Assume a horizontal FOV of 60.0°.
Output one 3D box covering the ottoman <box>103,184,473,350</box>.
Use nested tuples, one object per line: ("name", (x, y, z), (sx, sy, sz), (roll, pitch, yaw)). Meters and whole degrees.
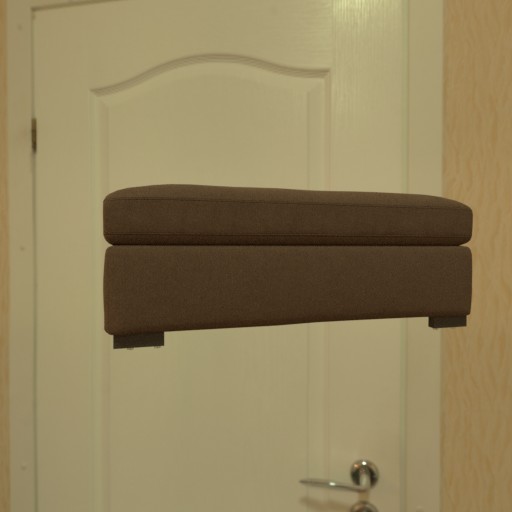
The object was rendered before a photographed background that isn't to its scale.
("ottoman", (0.000, 0.000, 1.847), (1.181, 0.470, 1.181), (0, 1, -17))
